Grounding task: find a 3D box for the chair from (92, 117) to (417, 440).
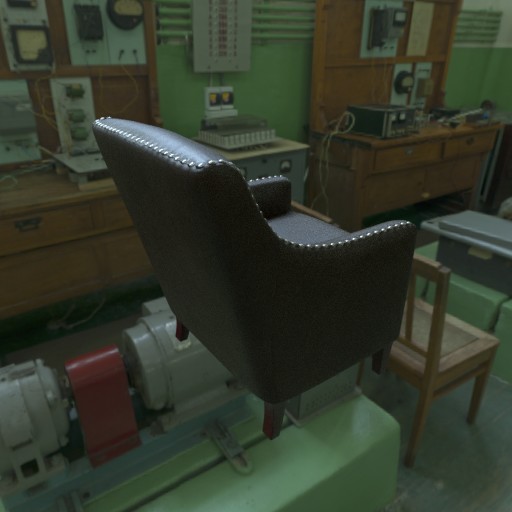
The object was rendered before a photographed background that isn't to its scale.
[{"bbox_3d":[0.000,0.000,1.343,0.704,0.813,0.639,-18,31,-32],"label":"chair"}]
